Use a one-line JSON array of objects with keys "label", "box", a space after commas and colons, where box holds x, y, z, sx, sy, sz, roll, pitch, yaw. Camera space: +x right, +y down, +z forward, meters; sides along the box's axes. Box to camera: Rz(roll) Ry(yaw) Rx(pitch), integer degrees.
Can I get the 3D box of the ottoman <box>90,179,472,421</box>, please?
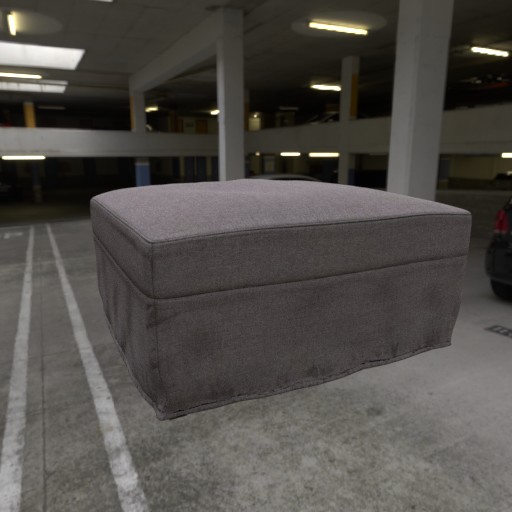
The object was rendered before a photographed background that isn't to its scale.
[{"label": "ottoman", "box": [0.000, 0.000, 1.326, 0.843, 0.436, 0.840, -7, 15, -26]}]
